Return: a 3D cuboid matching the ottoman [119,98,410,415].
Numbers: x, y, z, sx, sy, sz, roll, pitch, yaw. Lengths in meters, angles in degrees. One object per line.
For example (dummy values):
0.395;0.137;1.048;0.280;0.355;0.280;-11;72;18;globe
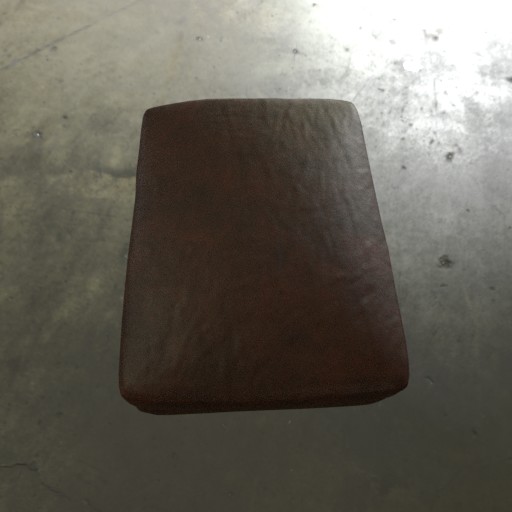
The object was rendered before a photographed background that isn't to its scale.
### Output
0.000;0.000;1.295;0.659;0.527;0.887;-2;63;-1;ottoman
